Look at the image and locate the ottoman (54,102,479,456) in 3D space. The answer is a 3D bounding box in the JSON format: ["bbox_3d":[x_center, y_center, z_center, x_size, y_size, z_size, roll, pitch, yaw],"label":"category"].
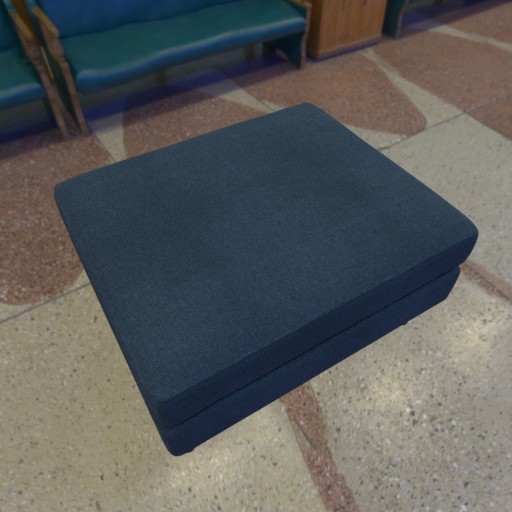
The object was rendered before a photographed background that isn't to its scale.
[{"bbox_3d":[0.000,0.000,1.198,0.821,0.474,0.693,-24,52,-20],"label":"ottoman"}]
